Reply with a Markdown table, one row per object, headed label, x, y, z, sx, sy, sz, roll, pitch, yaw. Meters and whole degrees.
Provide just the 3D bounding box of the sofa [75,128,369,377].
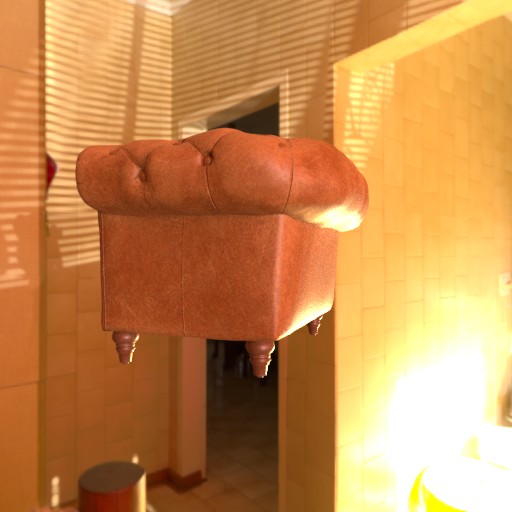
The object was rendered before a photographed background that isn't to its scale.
| label | x | y | z | sx | sy | sz | roll | pitch | yaw |
| --- | --- | --- | --- | --- | --- | --- | --- | --- | --- |
| sofa | 0.000 | 0.000 | 2.092 | 1.033 | 0.878 | 1.405 | 0 | 0 | 20 |
